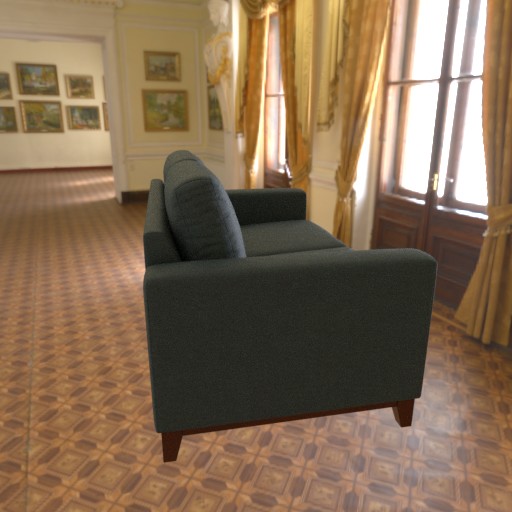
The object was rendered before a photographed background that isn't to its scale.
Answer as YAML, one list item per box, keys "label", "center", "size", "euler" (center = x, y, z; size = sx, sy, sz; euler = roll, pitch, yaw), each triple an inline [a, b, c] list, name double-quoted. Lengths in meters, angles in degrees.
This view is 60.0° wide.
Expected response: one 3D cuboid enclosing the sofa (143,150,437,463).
- label: "sofa"
  center: [0.000, 0.000, 2.064]
  size: [0.955, 0.903, 1.489]
  euler: [-4, 18, -11]
